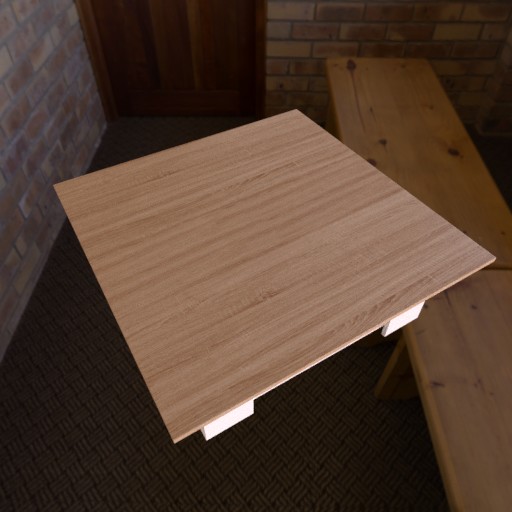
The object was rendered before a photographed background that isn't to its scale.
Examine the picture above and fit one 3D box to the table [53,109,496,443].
[{"bbox_3d":[0.000,0.000,1.341,0.890,0.305,0.890,-24,51,-21],"label":"table"}]
